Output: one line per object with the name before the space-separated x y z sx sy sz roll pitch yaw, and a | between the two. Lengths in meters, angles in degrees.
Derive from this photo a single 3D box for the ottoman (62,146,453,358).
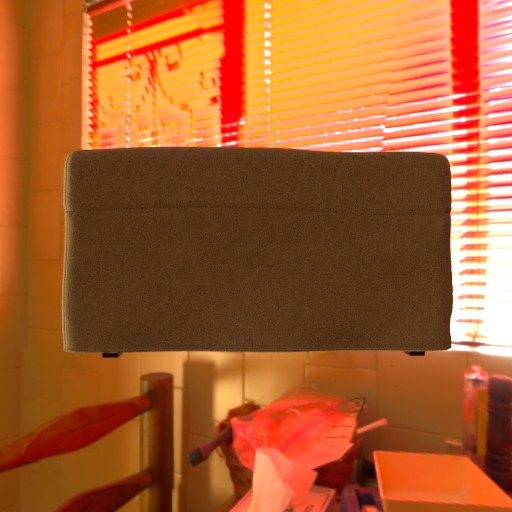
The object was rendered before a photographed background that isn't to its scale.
ottoman | 0.000 0.000 1.238 0.833 0.461 0.648 0 -1 -2
